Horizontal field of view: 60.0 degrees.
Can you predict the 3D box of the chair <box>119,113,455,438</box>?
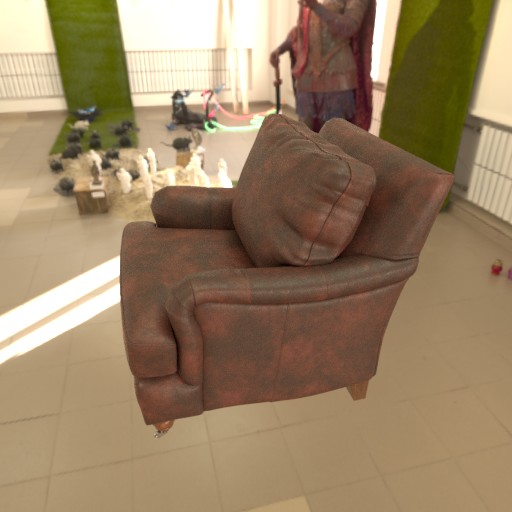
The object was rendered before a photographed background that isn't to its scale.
[{"bbox_3d":[0.000,0.000,1.932,1.156,1.051,0.987,-7,30,-13],"label":"chair"}]
